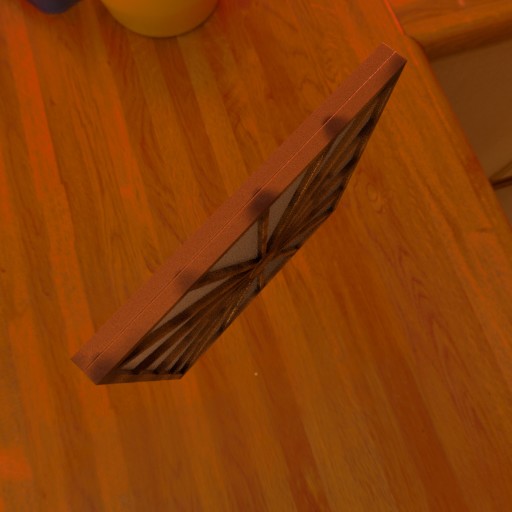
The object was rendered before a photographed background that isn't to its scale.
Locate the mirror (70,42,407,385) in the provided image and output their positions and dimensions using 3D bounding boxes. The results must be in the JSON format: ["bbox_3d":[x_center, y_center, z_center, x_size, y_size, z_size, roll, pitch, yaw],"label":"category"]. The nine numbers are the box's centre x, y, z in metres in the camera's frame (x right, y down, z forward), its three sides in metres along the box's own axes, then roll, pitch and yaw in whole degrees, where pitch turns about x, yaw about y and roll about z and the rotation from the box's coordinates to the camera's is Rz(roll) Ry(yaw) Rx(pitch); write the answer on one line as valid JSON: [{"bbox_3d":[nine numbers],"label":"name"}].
[{"bbox_3d":[0.000,0.000,0.733,0.042,0.507,0.509,41,79,10],"label":"mirror"}]
